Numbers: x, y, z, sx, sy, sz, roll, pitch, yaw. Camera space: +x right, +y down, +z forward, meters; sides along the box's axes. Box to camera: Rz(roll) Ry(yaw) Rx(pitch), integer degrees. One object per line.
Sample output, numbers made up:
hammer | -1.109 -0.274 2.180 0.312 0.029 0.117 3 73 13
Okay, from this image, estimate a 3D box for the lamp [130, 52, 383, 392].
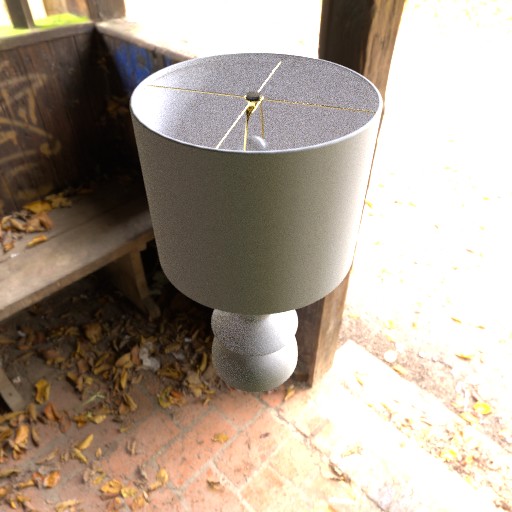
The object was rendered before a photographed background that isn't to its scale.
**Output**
lamp | 0.000 0.000 0.715 0.301 0.533 0.301 11 43 12
